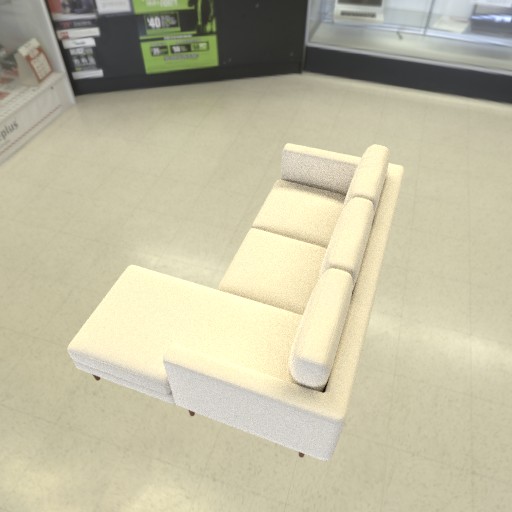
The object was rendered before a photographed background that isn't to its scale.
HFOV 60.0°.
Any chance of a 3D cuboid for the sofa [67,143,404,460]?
[{"bbox_3d":[0.000,0.000,2.936,1.580,0.899,2.029,15,49,14],"label":"sofa"}]
